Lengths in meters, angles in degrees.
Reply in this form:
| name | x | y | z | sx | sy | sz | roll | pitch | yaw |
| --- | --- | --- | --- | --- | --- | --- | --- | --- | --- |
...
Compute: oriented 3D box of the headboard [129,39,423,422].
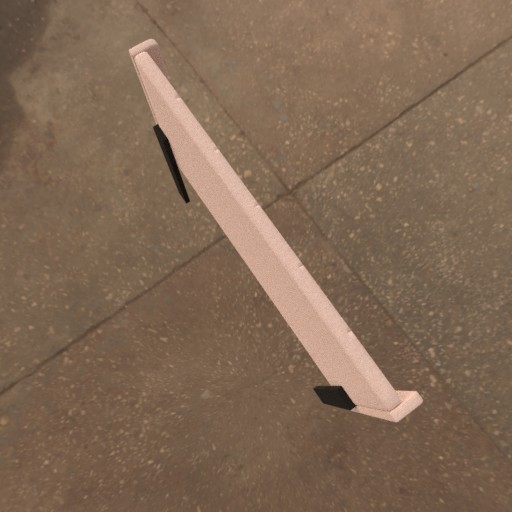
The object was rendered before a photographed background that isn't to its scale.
| name | x | y | z | sx | sy | sz | roll | pitch | yaw |
| --- | --- | --- | --- | --- | --- | --- | --- | --- | --- |
| headboard | 0.000 | 0.000 | 2.645 | 0.184 | 1.524 | 2.051 | -33 | 76 | -9 |
